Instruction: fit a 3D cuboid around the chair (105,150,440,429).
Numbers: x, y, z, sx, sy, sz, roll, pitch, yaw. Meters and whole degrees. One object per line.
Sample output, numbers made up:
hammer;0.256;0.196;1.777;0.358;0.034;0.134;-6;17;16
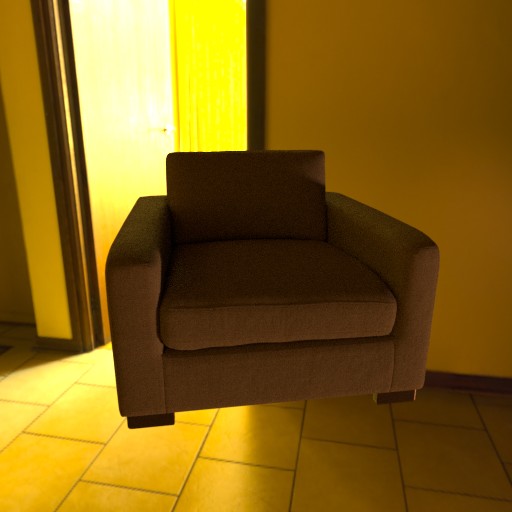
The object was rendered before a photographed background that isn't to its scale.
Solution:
chair;0.000;0.000;1.896;1.070;0.847;1.100;-3;16;-9
